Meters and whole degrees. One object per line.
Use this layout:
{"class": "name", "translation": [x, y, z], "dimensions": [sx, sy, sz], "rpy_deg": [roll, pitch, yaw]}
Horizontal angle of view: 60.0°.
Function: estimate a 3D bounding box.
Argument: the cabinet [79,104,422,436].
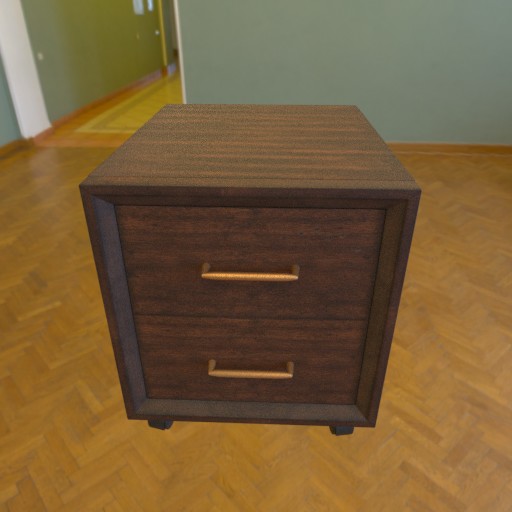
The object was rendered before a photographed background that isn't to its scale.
{"class": "cabinet", "translation": [0.000, 0.000, 0.835], "dimensions": [0.402, 0.455, 0.500], "rpy_deg": [1, 30, 2]}
